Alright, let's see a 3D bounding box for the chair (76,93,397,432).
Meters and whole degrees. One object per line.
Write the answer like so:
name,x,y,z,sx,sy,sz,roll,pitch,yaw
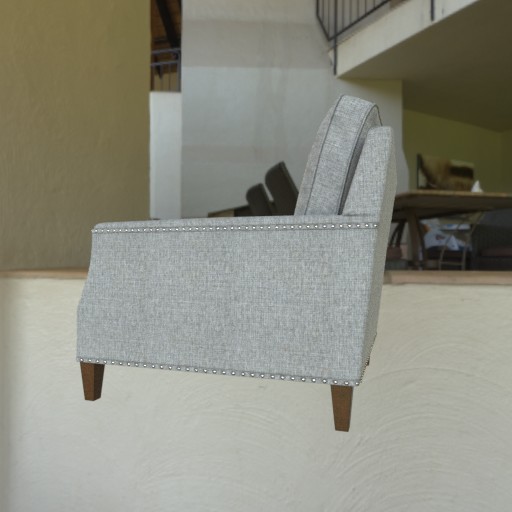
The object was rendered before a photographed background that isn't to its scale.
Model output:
chair,0.000,0.000,1.684,1.014,0.943,0.853,0,0,18
